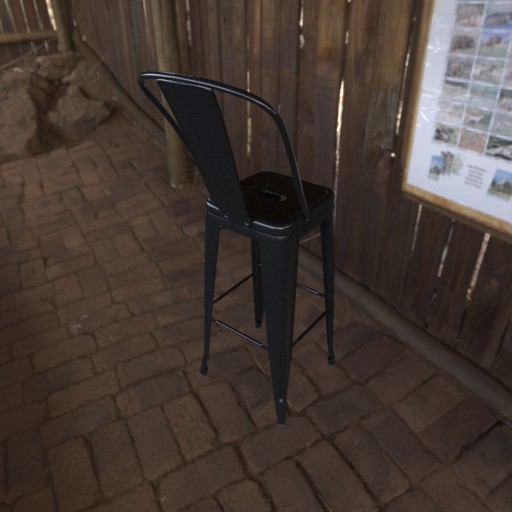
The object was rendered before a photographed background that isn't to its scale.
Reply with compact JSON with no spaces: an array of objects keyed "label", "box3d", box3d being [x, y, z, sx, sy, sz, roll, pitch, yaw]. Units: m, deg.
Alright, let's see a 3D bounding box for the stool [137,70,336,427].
[{"label":"stool","box3d":[0.000,0.000,1.333,0.399,1.096,0.513,22,38,31]}]
